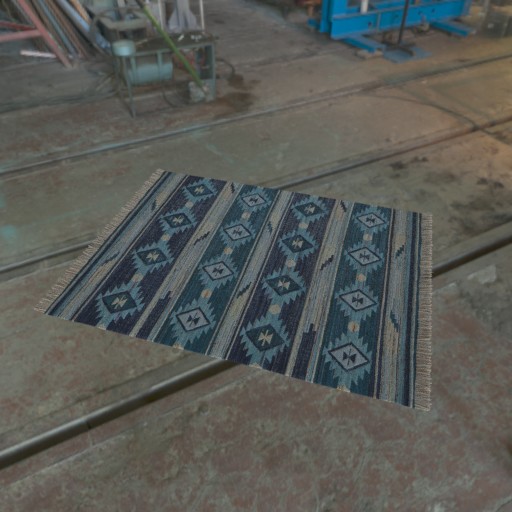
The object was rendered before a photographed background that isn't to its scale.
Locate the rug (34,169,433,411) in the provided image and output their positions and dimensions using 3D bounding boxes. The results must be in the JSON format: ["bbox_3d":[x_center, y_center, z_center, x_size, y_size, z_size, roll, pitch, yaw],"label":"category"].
[{"bbox_3d":[0.000,0.000,4.309,3.307,0.047,2.418,11,43,12],"label":"rug"}]
